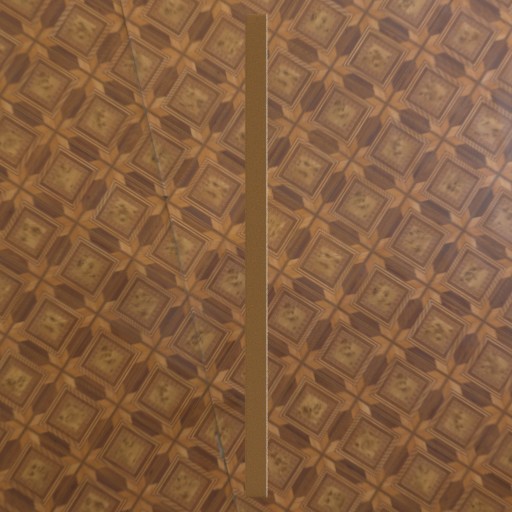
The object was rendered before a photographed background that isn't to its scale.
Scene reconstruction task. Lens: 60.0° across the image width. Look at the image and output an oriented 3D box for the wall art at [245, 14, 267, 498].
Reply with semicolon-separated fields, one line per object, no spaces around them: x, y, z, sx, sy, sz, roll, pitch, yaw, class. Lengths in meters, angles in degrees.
0.000;0.000;0.473;0.019;0.254;0.380;0;90;0;wall art
